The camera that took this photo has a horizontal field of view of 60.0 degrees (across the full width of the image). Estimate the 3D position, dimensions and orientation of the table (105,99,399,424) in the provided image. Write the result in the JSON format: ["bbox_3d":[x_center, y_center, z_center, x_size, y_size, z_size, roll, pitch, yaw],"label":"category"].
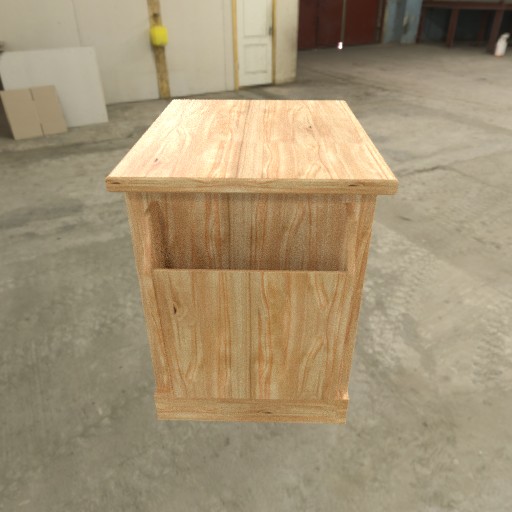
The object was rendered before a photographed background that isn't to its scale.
[{"bbox_3d":[0.000,0.000,0.903,0.380,0.515,0.530,1,31,1],"label":"table"}]
